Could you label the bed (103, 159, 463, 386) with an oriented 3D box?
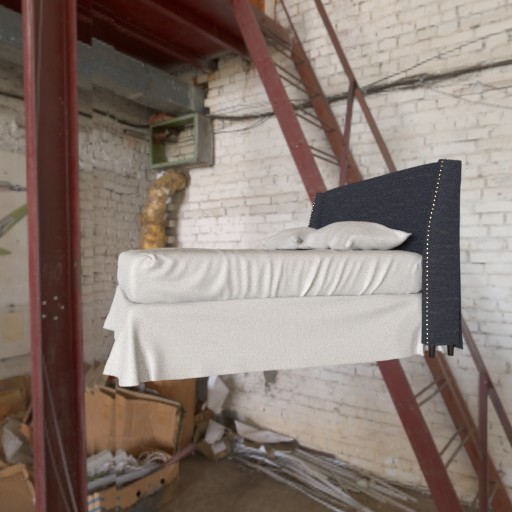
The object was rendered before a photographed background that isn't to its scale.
[{"bbox_3d":[0.000,0.000,3.478,2.276,1.332,1.925,0,1,-19],"label":"bed"}]
